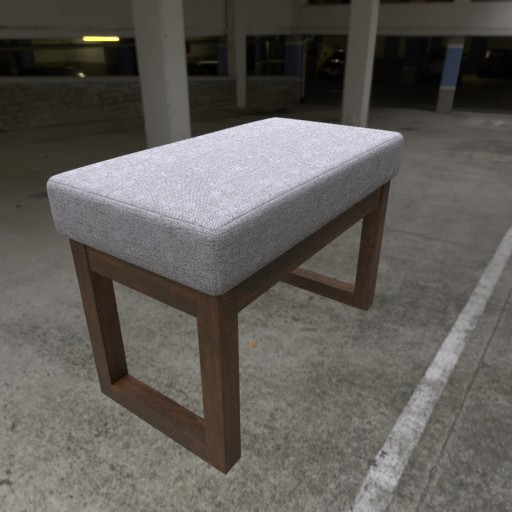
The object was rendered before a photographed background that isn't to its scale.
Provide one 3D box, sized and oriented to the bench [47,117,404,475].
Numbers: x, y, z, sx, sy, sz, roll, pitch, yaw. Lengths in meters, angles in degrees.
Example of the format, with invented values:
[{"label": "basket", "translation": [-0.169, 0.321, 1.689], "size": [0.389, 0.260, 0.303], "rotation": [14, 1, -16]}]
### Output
[{"label": "bench", "translation": [0.000, 0.000, 0.962], "size": [0.366, 0.467, 0.681], "rotation": [18, 32, 31]}]
